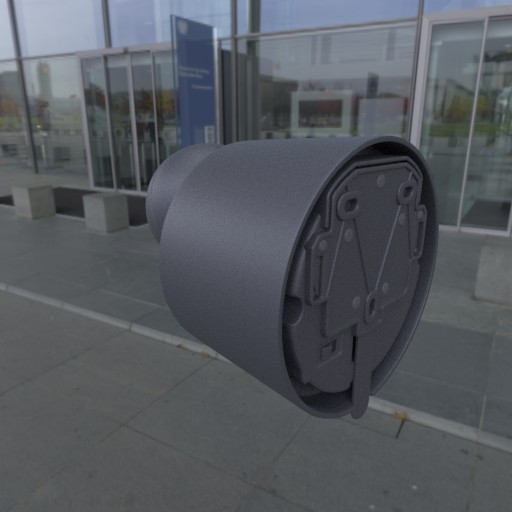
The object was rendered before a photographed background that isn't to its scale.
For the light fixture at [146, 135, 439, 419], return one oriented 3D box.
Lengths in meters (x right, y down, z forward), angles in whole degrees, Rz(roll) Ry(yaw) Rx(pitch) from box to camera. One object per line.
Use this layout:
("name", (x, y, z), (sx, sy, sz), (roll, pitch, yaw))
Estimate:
("light fixture", (0.000, 0.000, 0.264), (0.134, 0.143, 0.160), (-16, 24, -42))
